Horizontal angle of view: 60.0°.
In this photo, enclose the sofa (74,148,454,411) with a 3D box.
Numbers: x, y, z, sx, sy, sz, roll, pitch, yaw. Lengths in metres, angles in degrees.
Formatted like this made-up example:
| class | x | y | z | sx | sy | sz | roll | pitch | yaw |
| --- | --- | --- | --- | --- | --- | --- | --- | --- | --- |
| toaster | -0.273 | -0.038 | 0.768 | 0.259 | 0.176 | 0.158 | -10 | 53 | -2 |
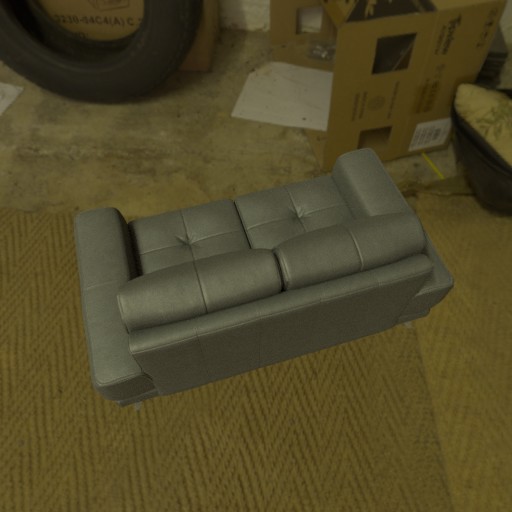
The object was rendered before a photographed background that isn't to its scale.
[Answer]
| class | x | y | z | sx | sy | sz | roll | pitch | yaw |
| --- | --- | --- | --- | --- | --- | --- | --- | --- | --- |
| sofa | 0.000 | 0.000 | 2.359 | 1.806 | 0.907 | 1.018 | -14 | 58 | -9 |
